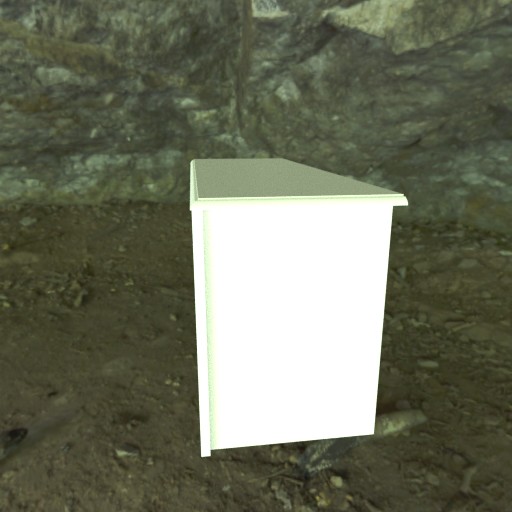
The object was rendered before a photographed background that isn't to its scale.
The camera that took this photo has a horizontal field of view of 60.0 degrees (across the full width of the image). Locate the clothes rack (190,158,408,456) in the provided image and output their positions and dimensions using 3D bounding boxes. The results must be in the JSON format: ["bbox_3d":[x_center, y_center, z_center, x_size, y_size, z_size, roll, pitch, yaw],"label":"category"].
[{"bbox_3d":[0.000,0.000,1.456,0.405,0.558,1.218,-2,16,-8],"label":"clothes rack"}]
